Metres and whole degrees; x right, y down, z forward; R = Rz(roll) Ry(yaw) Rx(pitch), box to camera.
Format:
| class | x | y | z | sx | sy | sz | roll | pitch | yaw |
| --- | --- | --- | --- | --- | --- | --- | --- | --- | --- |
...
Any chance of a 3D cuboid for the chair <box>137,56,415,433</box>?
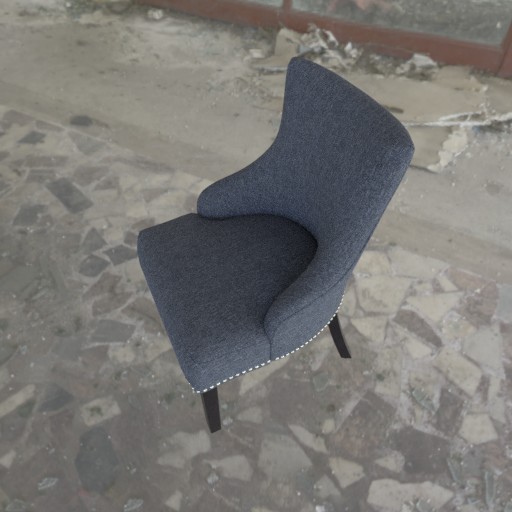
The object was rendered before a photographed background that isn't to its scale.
| class | x | y | z | sx | sy | sz | roll | pitch | yaw |
| --- | --- | --- | --- | --- | --- | --- | --- | --- | --- |
| chair | 0.000 | 0.000 | 1.312 | 0.629 | 0.909 | 0.566 | -19 | 49 | -17 |
